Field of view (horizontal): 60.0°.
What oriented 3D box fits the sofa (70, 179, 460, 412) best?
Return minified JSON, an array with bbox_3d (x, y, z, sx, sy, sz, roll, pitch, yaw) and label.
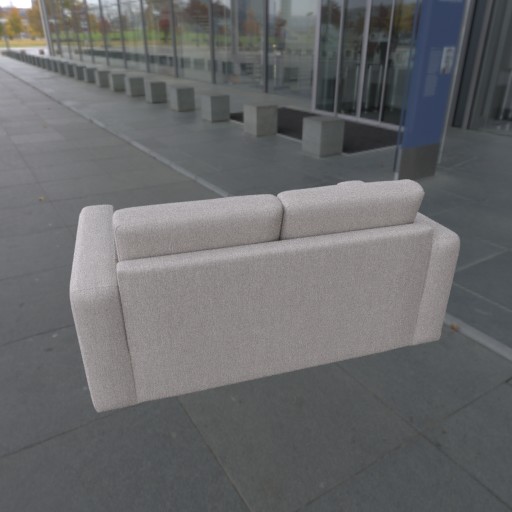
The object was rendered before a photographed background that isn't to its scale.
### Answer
[{"bbox_3d":[0.000,0.000,2.073,1.540,0.800,0.900,-8,27,-15],"label":"sofa"}]
